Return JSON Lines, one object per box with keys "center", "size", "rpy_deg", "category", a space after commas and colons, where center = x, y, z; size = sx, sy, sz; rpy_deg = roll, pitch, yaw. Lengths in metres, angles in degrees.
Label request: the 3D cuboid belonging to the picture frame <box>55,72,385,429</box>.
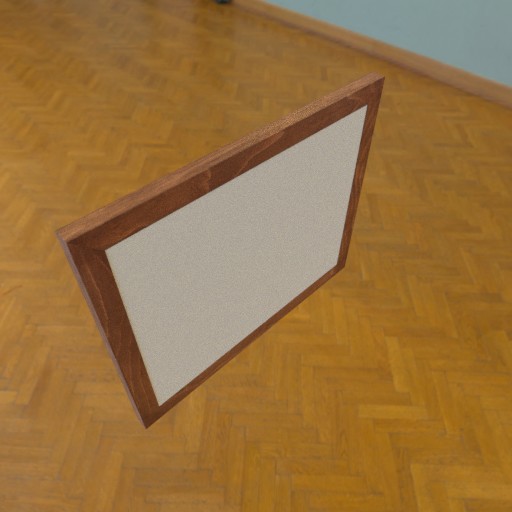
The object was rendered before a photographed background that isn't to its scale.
{"center": [0.000, 0.000, 0.755], "size": [0.559, 0.457, 0.025], "rpy_deg": [-35, 55, -29], "category": "picture frame"}
